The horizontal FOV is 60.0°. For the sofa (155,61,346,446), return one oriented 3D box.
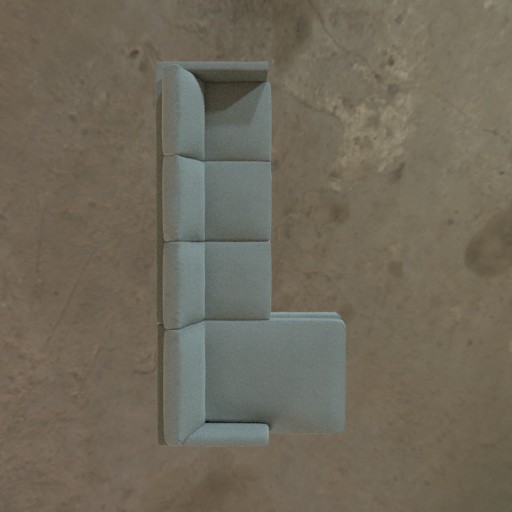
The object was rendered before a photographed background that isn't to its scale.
[{"bbox_3d":[0.000,0.000,3.912,1.650,0.922,3.205,0,91,0],"label":"sofa"}]
